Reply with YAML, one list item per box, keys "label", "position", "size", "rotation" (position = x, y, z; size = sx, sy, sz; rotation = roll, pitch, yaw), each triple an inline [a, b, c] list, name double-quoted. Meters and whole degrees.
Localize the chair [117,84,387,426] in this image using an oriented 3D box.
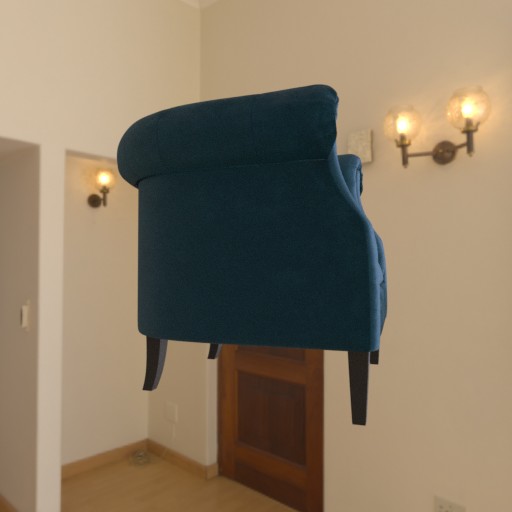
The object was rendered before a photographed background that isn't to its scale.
- label: "chair"
  position: [0.000, 0.000, 1.520]
  size: [0.851, 0.826, 0.904]
  rotation: [0, -1, 18]
